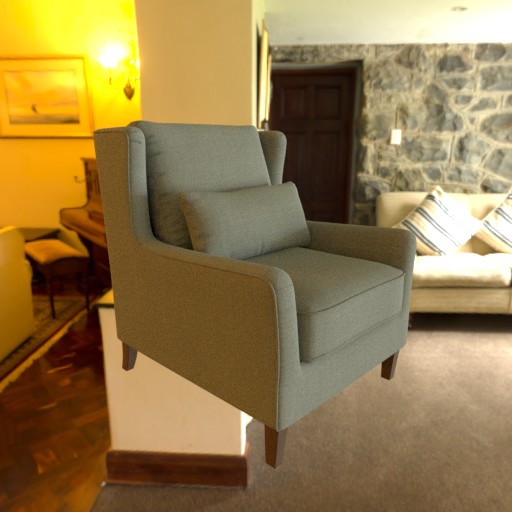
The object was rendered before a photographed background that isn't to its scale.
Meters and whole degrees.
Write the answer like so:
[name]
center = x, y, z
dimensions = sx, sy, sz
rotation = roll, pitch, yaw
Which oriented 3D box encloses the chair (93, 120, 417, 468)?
[chair]
center = 0.000, 0.000, 1.800
dimensions = 1.040, 1.056, 0.866
rotation = 13, 19, 42
